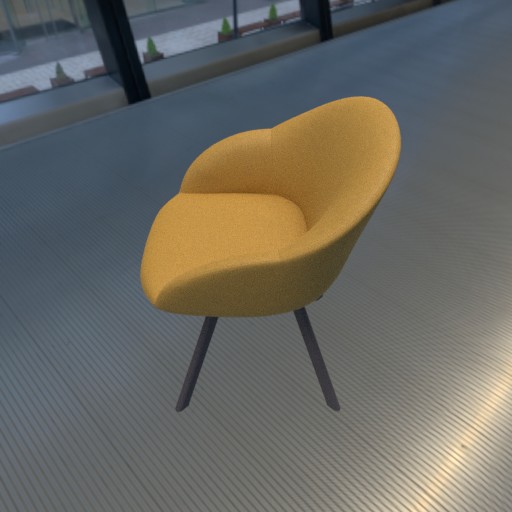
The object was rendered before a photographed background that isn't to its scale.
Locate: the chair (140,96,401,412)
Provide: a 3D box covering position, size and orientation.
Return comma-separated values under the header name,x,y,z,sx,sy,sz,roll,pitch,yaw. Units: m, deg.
name,x,y,z,sx,sy,sz,roll,pitch,yaw
chair,0.000,0.000,1.188,0.583,0.793,0.551,0,42,0
